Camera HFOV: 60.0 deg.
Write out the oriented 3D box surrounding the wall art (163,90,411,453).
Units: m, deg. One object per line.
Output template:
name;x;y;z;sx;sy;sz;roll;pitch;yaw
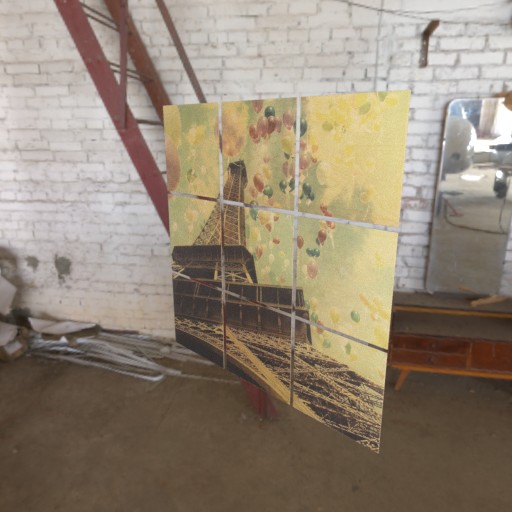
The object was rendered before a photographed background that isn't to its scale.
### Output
wall art;0.000;0.000;2.260;1.517;1.505;0.002;15;22;43
